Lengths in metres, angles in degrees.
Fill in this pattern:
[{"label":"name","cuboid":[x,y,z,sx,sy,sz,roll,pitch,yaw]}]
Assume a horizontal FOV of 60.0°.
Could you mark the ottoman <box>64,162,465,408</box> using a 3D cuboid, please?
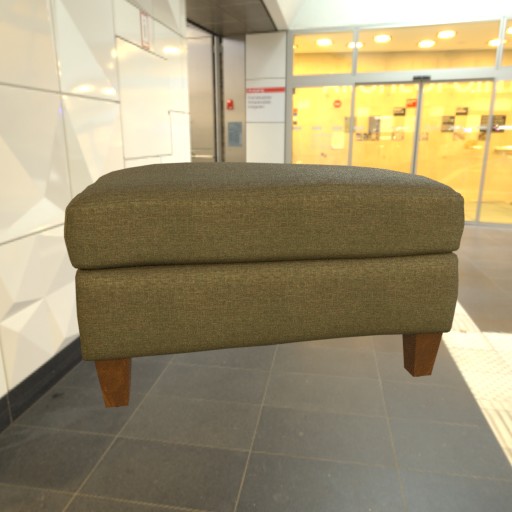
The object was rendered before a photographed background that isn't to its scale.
[{"label":"ottoman","cuboid":[0.000,0.000,1.191,0.826,0.496,0.639,-3,15,-10]}]
